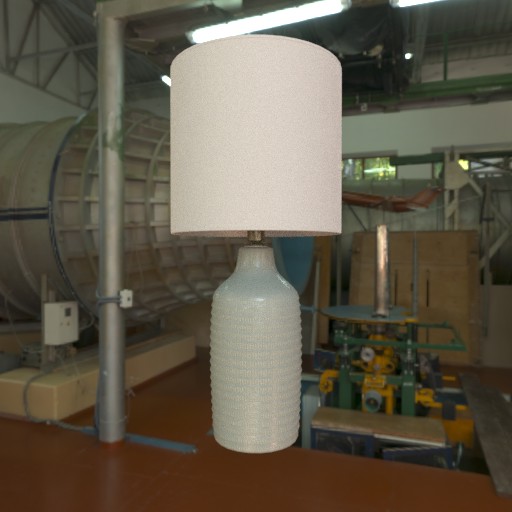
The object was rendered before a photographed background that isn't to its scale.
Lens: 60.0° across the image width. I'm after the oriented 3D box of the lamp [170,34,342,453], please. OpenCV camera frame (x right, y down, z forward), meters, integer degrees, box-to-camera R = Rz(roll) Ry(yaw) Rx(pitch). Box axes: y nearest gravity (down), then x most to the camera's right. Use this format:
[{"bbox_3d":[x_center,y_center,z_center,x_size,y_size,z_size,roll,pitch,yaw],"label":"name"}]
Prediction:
[{"bbox_3d":[0.000,0.000,0.584,0.220,0.475,0.220,0,1,-37],"label":"lamp"}]
